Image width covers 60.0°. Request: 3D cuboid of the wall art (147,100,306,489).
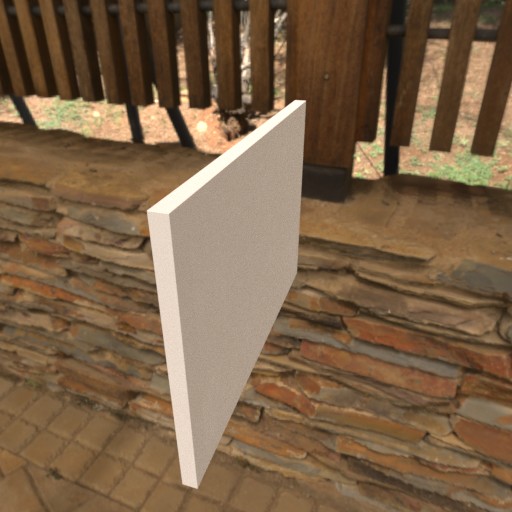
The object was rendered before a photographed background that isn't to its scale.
[{"bbox_3d":[0.000,0.000,1.664,0.051,0.902,1.308,9,30,15],"label":"wall art"}]
